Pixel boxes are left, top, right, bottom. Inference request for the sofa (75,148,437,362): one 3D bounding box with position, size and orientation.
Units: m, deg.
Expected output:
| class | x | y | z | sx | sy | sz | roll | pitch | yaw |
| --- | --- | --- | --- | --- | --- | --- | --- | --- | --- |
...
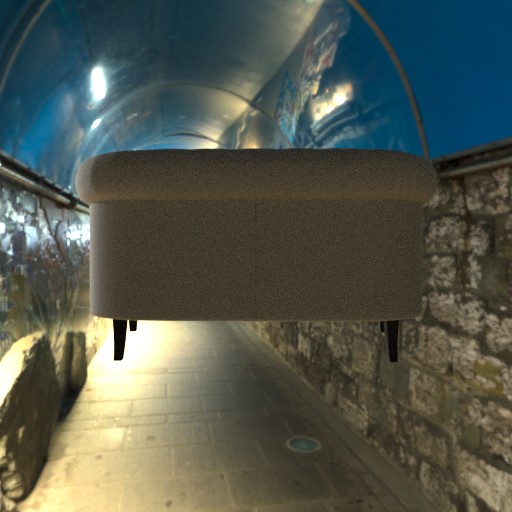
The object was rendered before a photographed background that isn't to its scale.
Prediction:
| class | x | y | z | sx | sy | sz | roll | pitch | yaw |
| --- | --- | --- | --- | --- | --- | --- | --- | --- | --- |
| sofa | 0.000 | 0.000 | 2.012 | 1.558 | 0.827 | 0.835 | 0 | 1 | 1 |
